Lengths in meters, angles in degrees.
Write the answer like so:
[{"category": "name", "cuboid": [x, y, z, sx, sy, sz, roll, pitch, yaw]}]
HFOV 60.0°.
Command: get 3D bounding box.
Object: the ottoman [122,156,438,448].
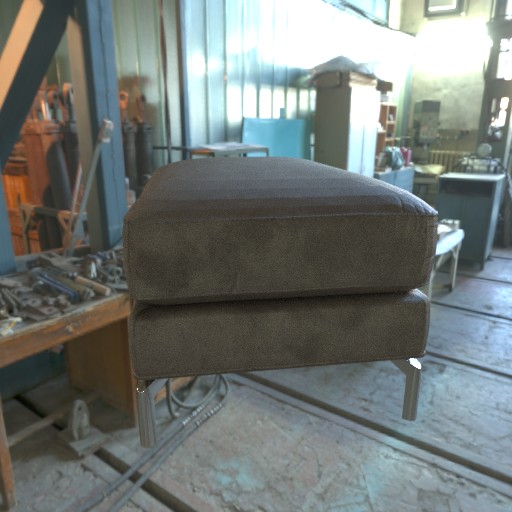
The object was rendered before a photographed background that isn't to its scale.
[{"category": "ottoman", "cuboid": [0.000, 0.000, 1.060, 0.520, 0.456, 0.719, -2, 17, -8]}]
